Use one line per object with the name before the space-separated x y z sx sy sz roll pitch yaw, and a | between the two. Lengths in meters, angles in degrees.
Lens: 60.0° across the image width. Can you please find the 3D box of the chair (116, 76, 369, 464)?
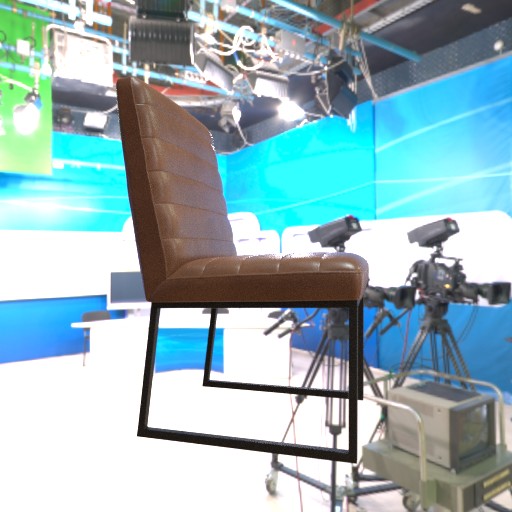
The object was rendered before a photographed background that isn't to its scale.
chair | 0.000 0.000 1.293 0.634 0.930 0.520 0 0 15
